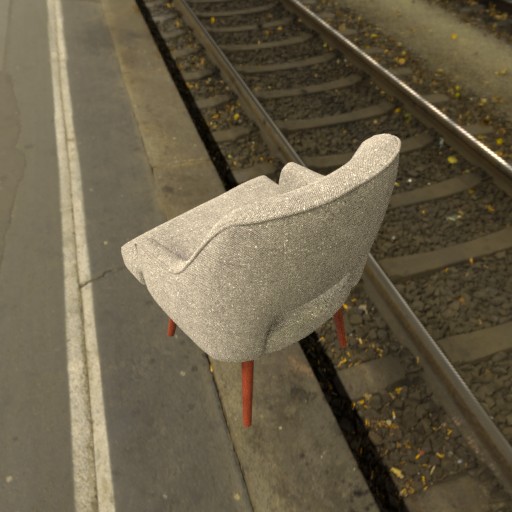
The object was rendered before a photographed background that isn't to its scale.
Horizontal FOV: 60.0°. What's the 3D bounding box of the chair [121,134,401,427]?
[{"bbox_3d":[0.000,0.000,1.308,0.608,0.875,0.629,-31,54,-27],"label":"chair"}]
